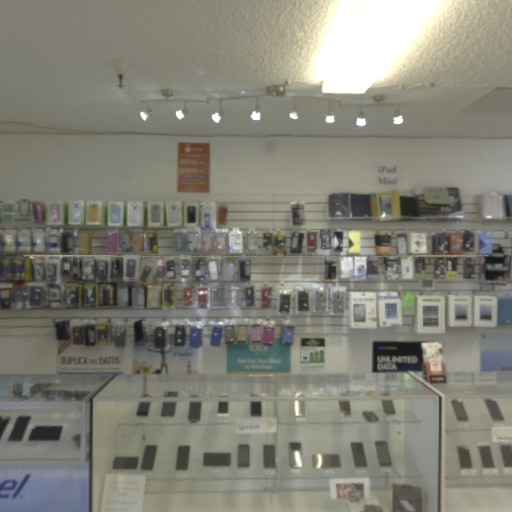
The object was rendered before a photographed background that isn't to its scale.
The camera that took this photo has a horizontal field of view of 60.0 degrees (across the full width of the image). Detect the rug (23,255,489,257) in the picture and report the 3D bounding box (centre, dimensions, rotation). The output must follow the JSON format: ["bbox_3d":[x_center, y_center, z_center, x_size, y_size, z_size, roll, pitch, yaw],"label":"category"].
[{"bbox_3d":[0.000,0.000,2.577,2.096,0.011,1.229,0,0,1],"label":"rug"}]
